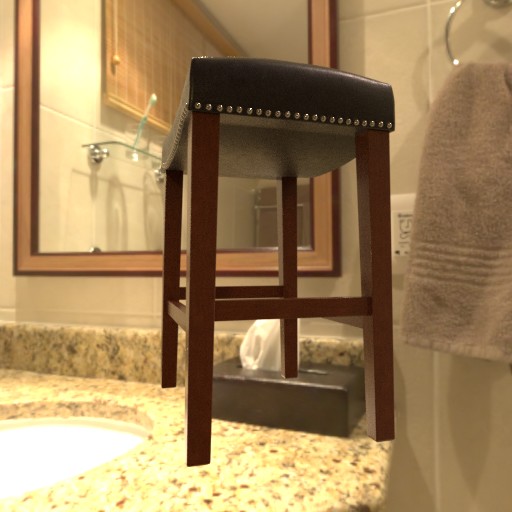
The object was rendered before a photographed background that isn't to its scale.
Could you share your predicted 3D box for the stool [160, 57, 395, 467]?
[{"bbox_3d":[0.000,0.000,0.958,0.372,0.654,0.504,0,-1,-17],"label":"stool"}]
